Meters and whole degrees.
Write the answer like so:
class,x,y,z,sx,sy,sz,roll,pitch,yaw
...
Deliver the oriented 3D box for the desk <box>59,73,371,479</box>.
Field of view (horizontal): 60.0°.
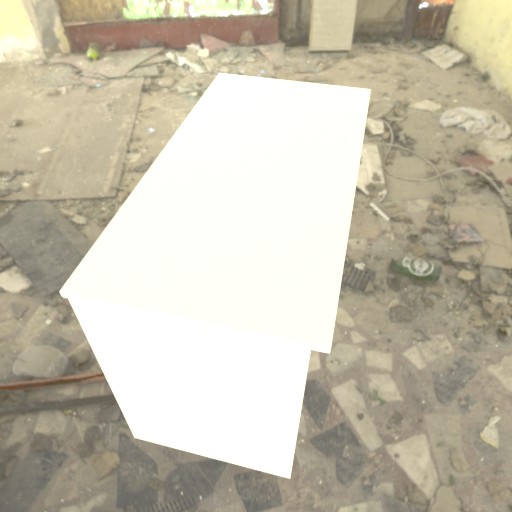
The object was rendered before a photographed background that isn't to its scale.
class,x,y,z,sx,sy,sz,roll,pitch,yaw
desk,0.000,0.000,1.499,0.560,0.735,1.097,10,46,10
